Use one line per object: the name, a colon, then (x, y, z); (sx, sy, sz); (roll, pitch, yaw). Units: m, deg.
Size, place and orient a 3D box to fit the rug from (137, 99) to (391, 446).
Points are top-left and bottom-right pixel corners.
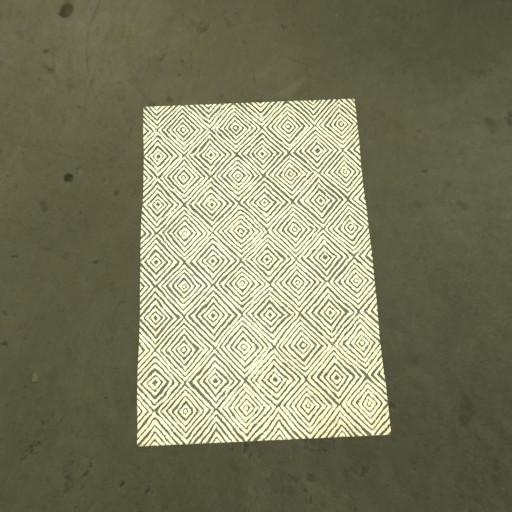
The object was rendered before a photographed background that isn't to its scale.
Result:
rug: (0.000, 0.000, 2.249); (1.177, 0.004, 1.750); (-2, 76, -1)
